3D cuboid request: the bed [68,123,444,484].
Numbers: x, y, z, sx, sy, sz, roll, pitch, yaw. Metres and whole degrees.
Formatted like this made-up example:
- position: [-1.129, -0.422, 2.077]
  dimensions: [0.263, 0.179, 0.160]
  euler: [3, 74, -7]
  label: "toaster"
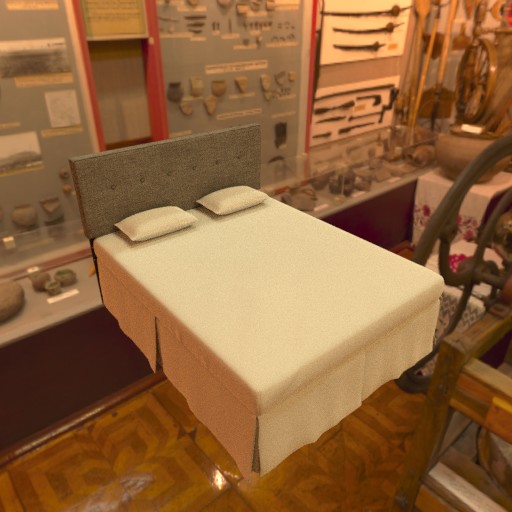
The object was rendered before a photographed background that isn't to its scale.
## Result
- position: [0.000, 0.000, 2.954]
  dimensions: [1.621, 1.168, 1.958]
  euler: [-22, 36, -33]
  label: "bed"
